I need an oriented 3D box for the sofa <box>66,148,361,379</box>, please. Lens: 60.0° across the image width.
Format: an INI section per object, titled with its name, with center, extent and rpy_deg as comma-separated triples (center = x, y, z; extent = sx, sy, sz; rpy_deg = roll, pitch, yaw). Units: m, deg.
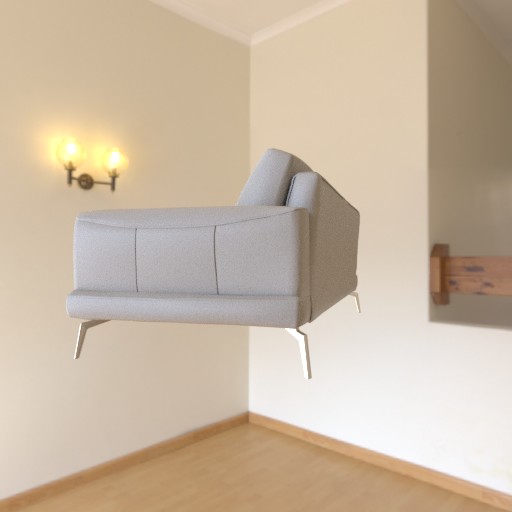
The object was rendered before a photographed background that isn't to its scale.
[sofa]
center = 0.000, 0.000, 2.782
extent = 1.121, 0.930, 2.177
rpy_deg = 0, 0, 18
